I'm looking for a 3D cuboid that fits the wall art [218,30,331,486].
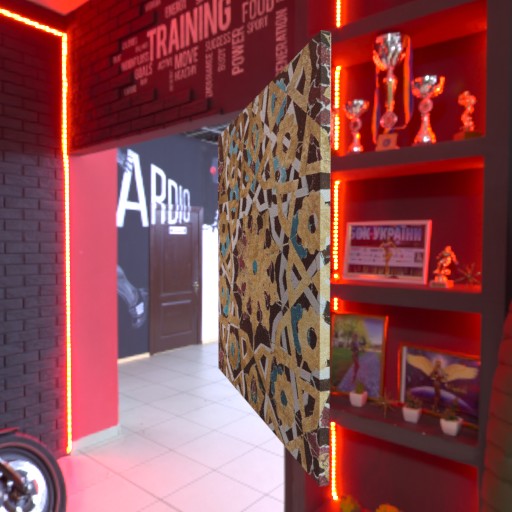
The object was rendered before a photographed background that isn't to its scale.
[{"bbox_3d":[0.000,0.000,0.588,0.010,0.406,0.404,0,2,-18],"label":"wall art"}]
